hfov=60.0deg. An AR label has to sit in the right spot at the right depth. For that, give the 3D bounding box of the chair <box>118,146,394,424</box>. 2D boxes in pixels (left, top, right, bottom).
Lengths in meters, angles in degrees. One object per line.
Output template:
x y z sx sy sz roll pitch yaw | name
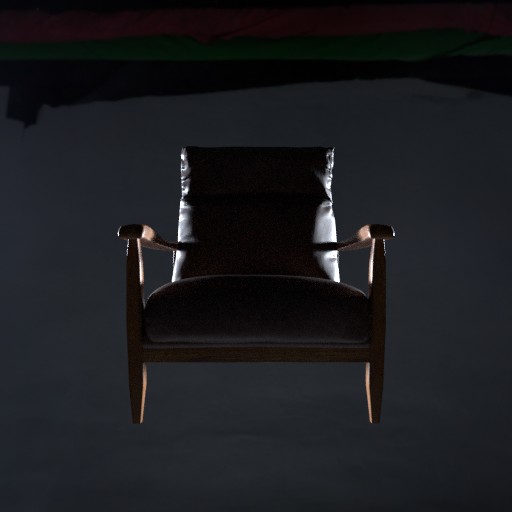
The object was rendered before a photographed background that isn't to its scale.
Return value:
0.000 0.000 1.551 0.782 0.897 0.830 0 0 0 | chair
